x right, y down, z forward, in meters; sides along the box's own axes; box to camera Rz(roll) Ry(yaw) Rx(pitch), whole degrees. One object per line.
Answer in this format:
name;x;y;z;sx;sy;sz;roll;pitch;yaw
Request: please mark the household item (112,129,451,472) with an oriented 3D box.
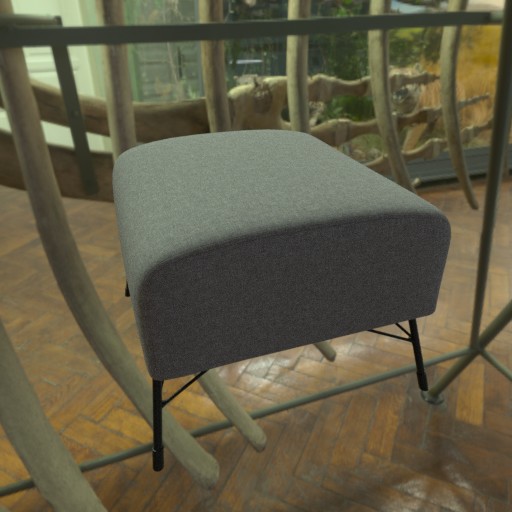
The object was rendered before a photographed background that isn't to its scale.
household item;0.000;0.000;0.896;0.530;0.410;0.530;-10;31;-17
